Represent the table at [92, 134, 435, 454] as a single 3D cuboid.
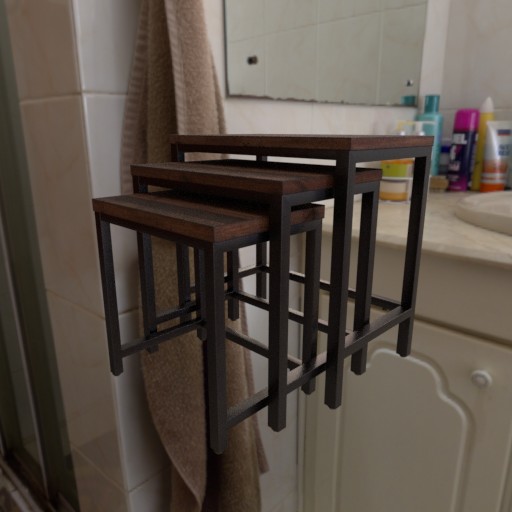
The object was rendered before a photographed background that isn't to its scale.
[{"bbox_3d":[0.000,0.000,1.175,0.608,0.616,0.660,15,22,43],"label":"table"}]
